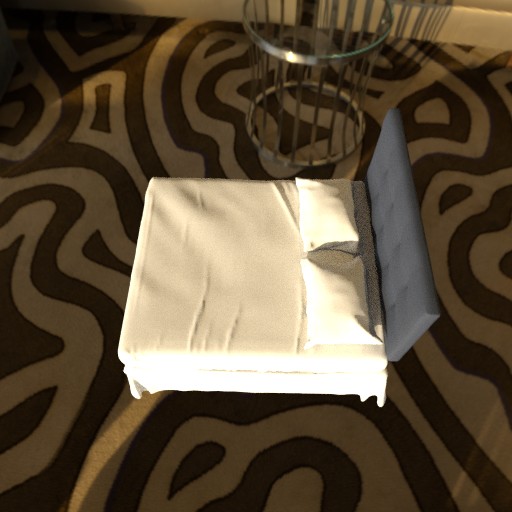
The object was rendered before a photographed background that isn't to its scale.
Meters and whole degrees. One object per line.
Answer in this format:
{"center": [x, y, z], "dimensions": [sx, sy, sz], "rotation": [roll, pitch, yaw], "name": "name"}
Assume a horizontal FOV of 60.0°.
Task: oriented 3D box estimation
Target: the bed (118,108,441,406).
{"center": [0.000, 0.000, 3.485], "dimensions": [2.222, 1.577, 1.936], "rotation": [1, 60, 1], "name": "bed"}
